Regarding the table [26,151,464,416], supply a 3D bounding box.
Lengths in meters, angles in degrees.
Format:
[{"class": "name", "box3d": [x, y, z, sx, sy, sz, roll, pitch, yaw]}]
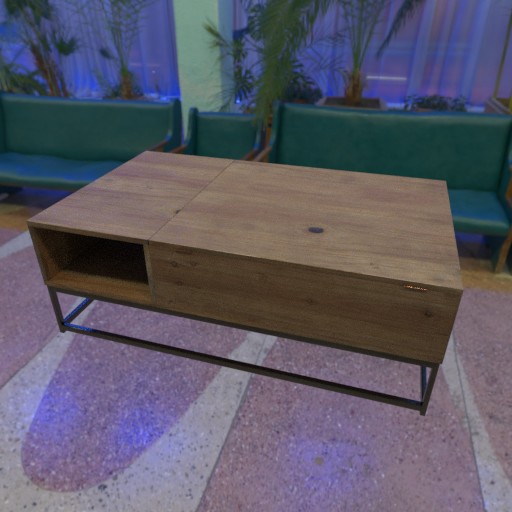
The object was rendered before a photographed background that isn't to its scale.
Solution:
[{"class": "table", "box3d": [0.000, 0.000, 1.422, 1.101, 0.395, 0.655, 9, 32, 15]}]
